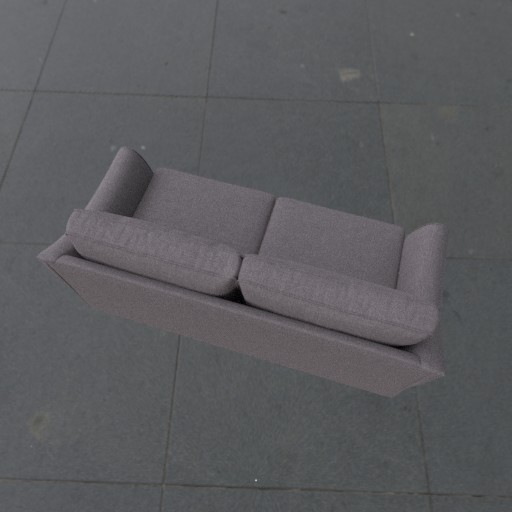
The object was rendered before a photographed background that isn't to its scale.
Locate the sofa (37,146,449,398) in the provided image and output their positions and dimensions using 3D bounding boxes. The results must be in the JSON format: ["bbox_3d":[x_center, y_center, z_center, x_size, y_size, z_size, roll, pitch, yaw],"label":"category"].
[{"bbox_3d":[0.000,0.000,2.725,2.203,0.976,1.013,15,64,7],"label":"sofa"}]
